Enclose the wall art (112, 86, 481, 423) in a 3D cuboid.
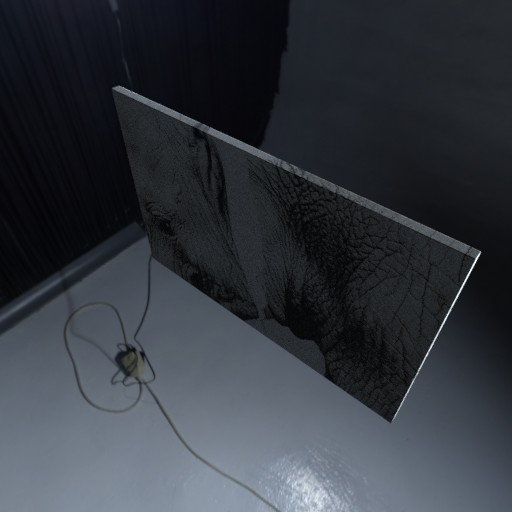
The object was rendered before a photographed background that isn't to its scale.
[{"bbox_3d":[0.000,0.000,1.121,0.914,0.607,0.023,31,53,26],"label":"wall art"}]
